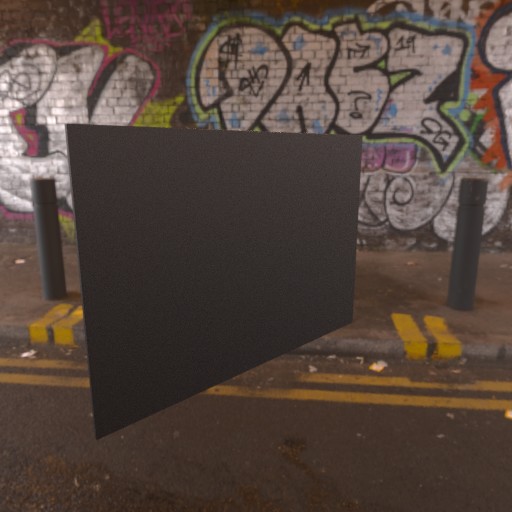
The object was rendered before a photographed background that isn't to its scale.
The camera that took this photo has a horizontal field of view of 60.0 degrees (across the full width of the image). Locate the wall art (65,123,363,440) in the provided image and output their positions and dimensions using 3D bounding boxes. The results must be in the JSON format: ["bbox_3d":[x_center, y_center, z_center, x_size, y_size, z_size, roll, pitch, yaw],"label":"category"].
[{"bbox_3d":[0.000,0.000,1.493,1.192,0.811,0.013,-13,18,-42],"label":"wall art"}]
